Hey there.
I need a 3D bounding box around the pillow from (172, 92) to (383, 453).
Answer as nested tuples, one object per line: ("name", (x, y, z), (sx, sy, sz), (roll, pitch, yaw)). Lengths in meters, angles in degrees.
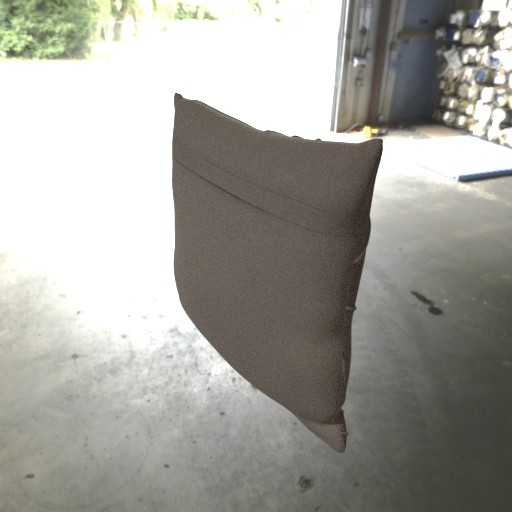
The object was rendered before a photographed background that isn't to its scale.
("pillow", (0.000, 0.000, 0.680), (0.185, 0.440, 0.439), (-20, 34, -32))
